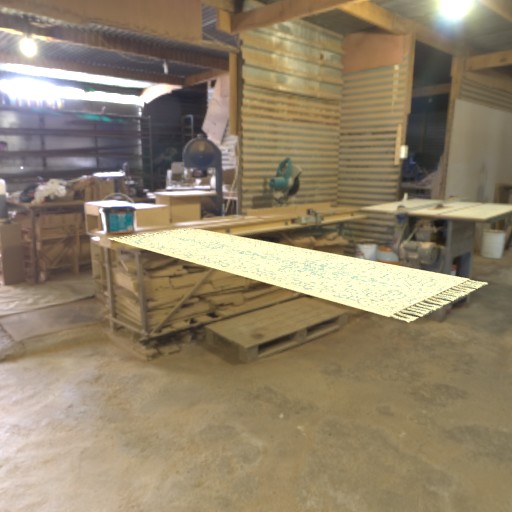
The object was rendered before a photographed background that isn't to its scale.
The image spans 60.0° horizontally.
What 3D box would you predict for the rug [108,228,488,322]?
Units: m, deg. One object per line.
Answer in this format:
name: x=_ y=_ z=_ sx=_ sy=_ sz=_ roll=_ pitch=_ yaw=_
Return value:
rug: x=0.000 y=0.000 z=2.736 sx=0.774 sy=0.011 sz=2.449 roll=-11 pitch=17 yaw=-42
